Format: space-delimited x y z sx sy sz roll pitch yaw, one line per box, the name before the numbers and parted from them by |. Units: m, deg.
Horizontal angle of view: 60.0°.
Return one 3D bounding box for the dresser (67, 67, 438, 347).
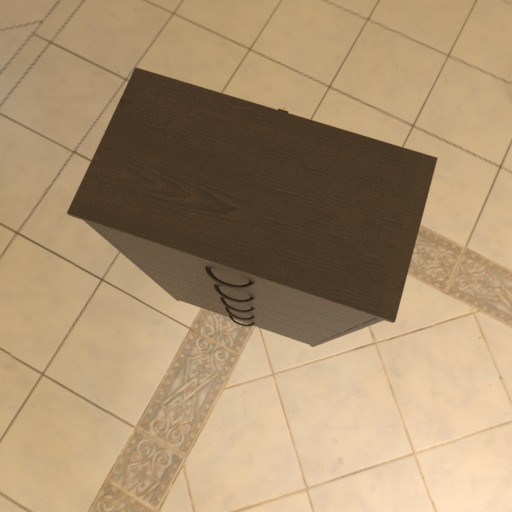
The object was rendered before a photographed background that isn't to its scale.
dresser | 0.000 0.000 1.546 0.704 1.254 0.418 18 76 5
